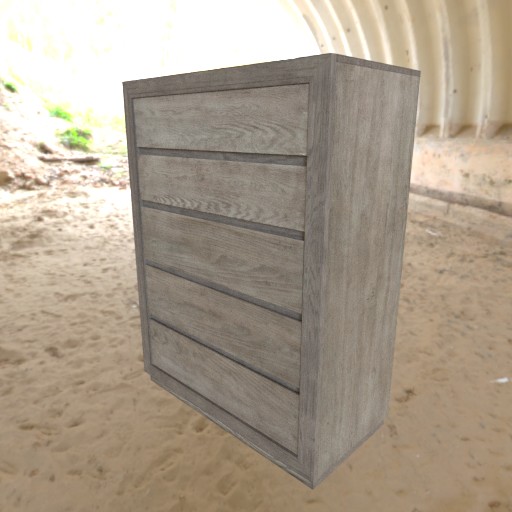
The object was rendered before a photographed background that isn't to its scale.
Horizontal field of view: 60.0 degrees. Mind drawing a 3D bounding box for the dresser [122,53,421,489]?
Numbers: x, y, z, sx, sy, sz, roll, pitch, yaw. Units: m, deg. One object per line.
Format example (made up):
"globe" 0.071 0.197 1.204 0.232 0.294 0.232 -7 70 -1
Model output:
"dresser" 0.000 0.000 1.718 0.967 1.295 0.483 15 22 42
